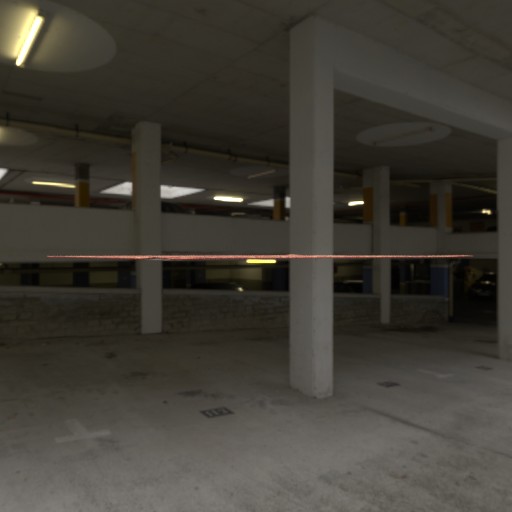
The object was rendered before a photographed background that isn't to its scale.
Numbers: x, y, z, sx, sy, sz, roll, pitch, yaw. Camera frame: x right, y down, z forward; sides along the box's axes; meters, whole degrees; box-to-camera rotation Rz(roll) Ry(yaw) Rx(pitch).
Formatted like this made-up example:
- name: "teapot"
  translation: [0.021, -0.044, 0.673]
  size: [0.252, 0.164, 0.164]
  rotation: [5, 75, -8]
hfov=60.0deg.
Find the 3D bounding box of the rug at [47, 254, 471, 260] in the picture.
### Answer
- name: "rug"
  translation: [0.000, 0.000, 4.094]
  size: [3.086, 0.030, 2.489]
  rotation: [0, 0, -37]
